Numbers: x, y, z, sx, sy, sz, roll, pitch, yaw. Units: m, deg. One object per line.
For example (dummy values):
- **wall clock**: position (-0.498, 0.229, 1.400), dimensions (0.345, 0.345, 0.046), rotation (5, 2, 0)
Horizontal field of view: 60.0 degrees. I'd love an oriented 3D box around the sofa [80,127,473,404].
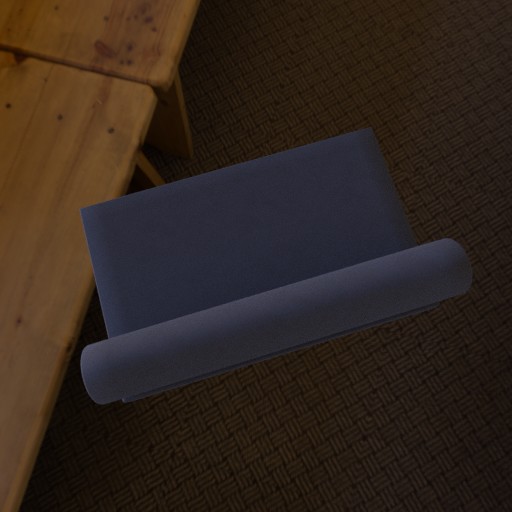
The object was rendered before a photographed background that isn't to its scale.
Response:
- **sofa**: position (0.000, 0.000, 1.689), dimensions (1.219, 0.660, 0.762), rotation (-16, 78, -3)
